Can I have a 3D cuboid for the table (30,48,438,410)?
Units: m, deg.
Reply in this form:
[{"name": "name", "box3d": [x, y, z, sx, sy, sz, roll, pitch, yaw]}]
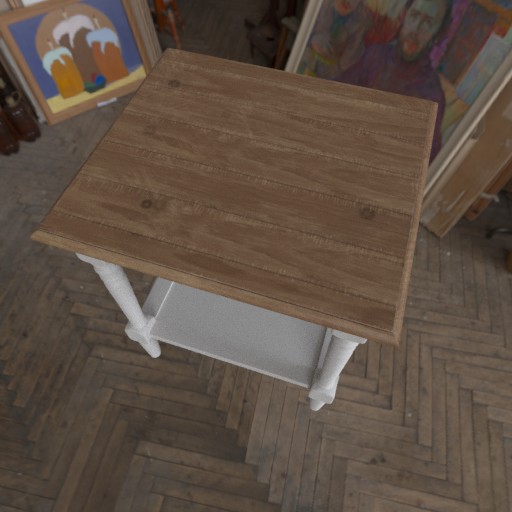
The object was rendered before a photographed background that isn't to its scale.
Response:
[{"name": "table", "box3d": [0.000, 0.000, 0.913, 0.508, 0.561, 0.457, 15, 59, 10]}]
